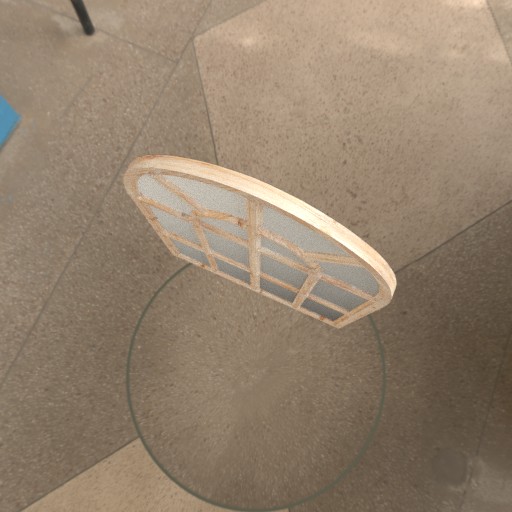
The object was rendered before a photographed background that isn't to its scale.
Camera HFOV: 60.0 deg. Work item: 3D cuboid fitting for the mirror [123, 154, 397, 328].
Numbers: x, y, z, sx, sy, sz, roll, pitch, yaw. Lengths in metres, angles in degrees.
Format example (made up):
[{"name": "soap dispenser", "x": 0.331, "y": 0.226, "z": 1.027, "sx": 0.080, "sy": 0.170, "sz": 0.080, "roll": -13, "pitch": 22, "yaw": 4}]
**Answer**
[{"name": "mirror", "x": 0.000, "y": 0.000, "z": 1.168, "sx": 0.660, "sy": 0.920, "sz": 0.032, "roll": 24, "pitch": 77, "yaw": 6}]
